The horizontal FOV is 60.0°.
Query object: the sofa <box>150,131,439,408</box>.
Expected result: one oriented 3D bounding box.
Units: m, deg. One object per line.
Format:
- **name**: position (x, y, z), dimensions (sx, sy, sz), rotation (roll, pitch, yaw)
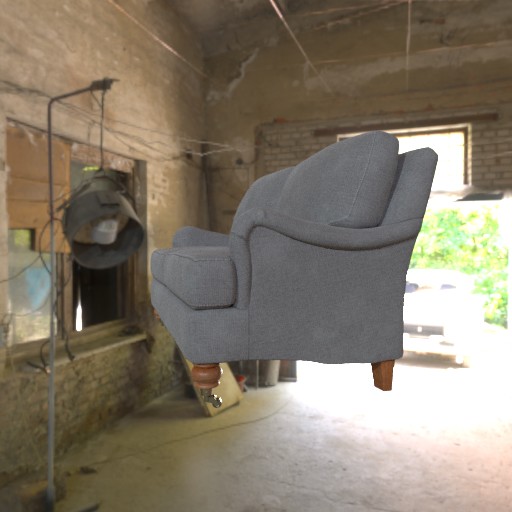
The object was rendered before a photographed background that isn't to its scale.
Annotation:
- **sofa**: position (0.000, 0.000, 2.565), dimensions (1.084, 1.101, 1.853), rotation (0, 1, -18)
